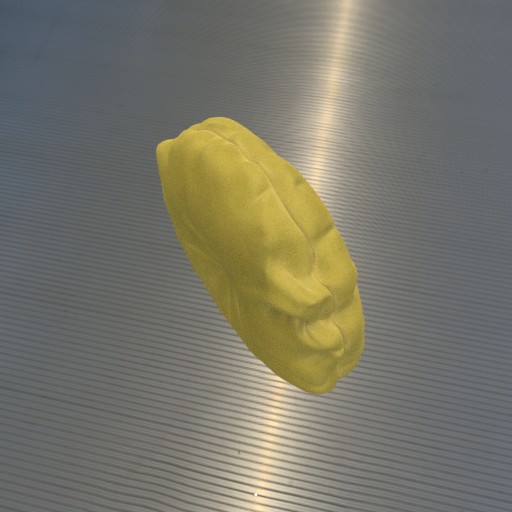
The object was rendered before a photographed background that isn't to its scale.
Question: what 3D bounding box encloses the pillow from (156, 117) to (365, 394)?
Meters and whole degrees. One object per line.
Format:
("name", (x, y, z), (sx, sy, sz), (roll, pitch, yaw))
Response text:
("pillow", (0.000, 0.000, 0.660), (0.148, 0.407, 0.428), (-31, 66, -15))
